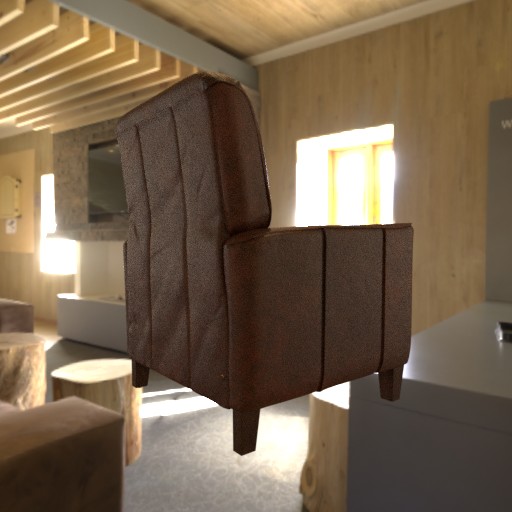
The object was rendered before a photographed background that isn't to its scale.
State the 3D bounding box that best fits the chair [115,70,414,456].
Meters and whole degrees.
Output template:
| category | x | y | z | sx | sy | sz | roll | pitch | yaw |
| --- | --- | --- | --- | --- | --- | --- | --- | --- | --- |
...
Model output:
| category | x | y | z | sx | sy | sz | roll | pitch | yaw |
| --- | --- | --- | --- | --- | --- | --- | --- | --- | --- |
| chair | 0.000 | 0.000 | 1.656 | 0.836 | 1.043 | 0.843 | -1 | 2 | -38 |
